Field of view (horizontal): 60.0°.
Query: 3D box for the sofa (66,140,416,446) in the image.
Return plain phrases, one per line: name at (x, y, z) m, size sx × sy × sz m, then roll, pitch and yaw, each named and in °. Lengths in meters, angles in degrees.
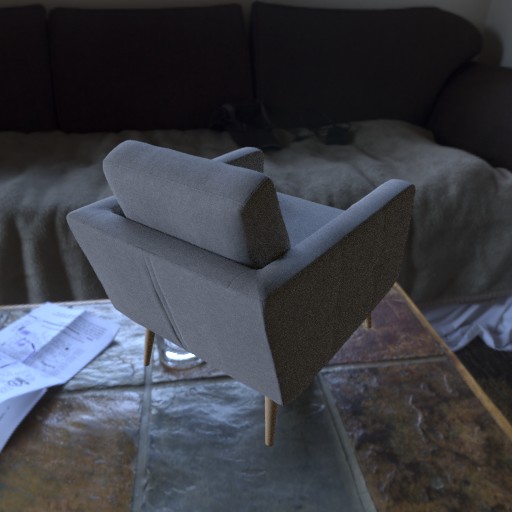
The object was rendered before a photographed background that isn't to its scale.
sofa at (0.000, 0.000, 1.539) m, size 0.770 × 0.860 × 0.920 m, roll 21°, pitch 36°, yaw 32°
